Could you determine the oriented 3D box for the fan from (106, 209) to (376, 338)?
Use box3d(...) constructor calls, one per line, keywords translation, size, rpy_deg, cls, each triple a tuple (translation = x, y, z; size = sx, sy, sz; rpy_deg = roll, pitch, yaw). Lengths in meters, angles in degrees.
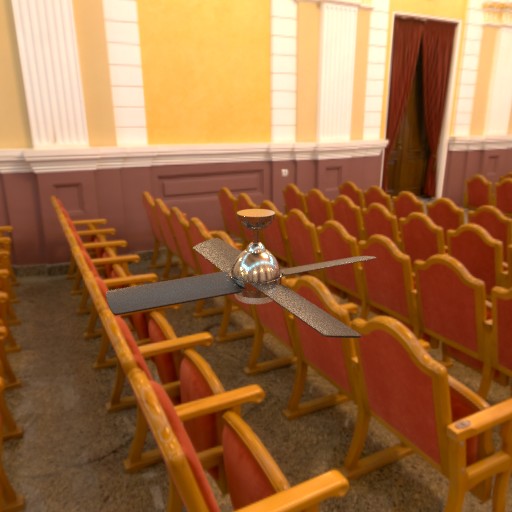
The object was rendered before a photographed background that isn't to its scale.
box3d(translation=(0.000, 0.000, 2.027), size=(1.332, 0.403, 1.332), rpy_deg=(-9, 19, -26), cls="fan")
